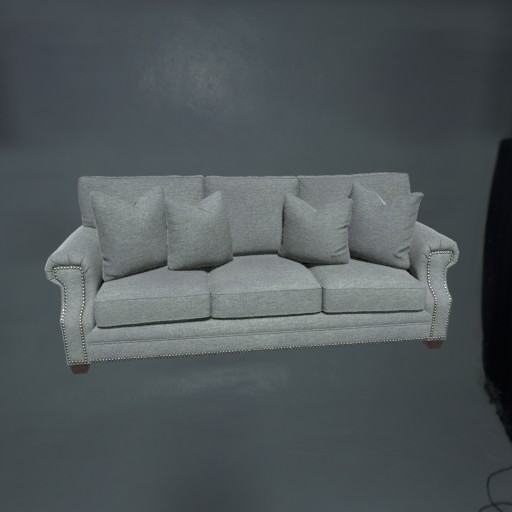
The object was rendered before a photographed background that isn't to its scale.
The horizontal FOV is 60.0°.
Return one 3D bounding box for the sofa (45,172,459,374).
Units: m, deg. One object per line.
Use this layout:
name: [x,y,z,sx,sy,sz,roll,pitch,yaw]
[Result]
sofa: [0.000,0.000,2.791,2.312,0.975,0.965,-2,17,-7]
